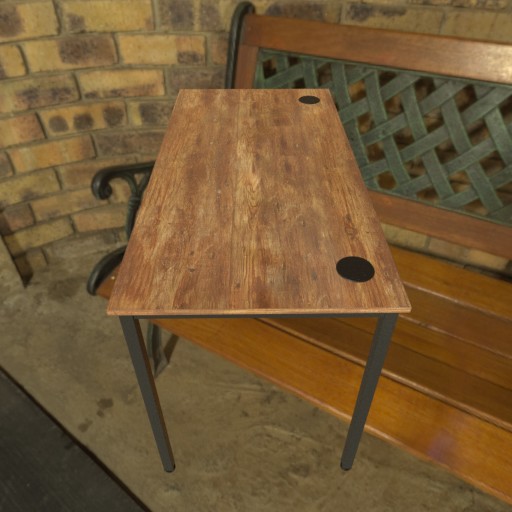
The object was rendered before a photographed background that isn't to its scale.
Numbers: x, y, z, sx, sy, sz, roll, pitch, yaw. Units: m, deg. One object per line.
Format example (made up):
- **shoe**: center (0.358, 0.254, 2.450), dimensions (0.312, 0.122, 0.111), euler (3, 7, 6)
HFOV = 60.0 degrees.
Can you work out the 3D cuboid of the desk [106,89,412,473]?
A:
- **desk**: center (0.000, 0.000, 1.565), dimensions (0.600, 0.749, 1.200), euler (0, 40, 0)
